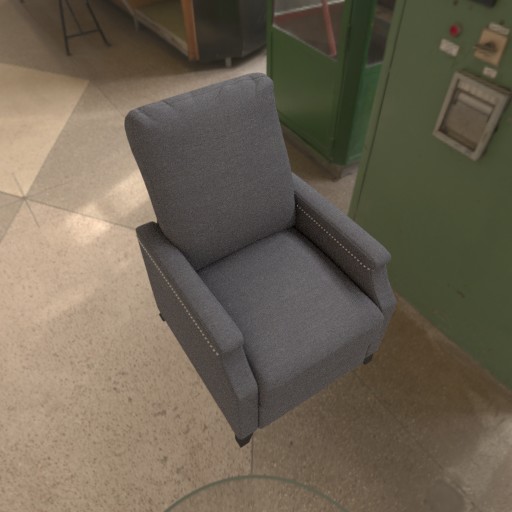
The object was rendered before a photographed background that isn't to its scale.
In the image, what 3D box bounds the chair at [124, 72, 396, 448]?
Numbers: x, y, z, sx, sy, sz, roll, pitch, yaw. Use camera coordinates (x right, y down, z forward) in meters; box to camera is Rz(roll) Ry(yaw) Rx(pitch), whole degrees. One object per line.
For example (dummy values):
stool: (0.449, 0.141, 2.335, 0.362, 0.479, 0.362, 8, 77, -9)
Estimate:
chair: (0.000, 0.000, 1.696, 0.710, 1.049, 0.922, -26, 53, -22)
